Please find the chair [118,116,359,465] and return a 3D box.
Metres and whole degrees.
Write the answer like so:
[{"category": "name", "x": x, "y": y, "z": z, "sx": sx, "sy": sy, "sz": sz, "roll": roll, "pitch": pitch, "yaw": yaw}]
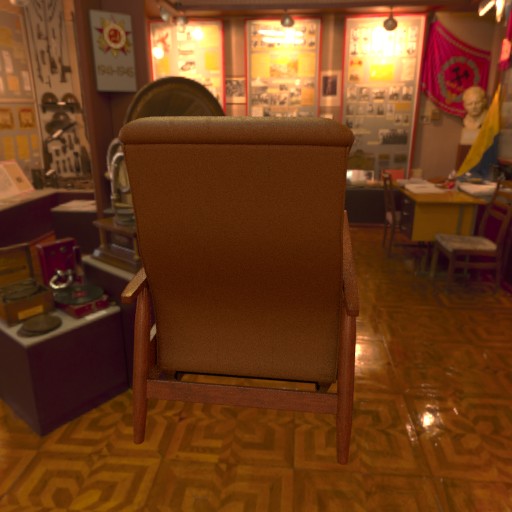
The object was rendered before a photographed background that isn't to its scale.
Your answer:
[{"category": "chair", "x": 0.000, "y": 0.000, "z": 1.780, "sx": 0.762, "sy": 1.082, "sz": 1.014, "roll": 2, "pitch": 18, "yaw": 7}]
